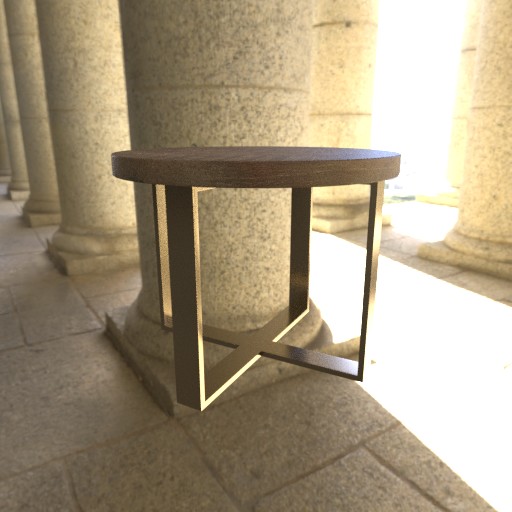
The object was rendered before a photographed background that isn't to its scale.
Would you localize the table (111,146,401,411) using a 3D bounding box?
[{"bbox_3d":[0.000,0.000,0.953,0.557,0.437,0.557,0,16,0],"label":"table"}]
